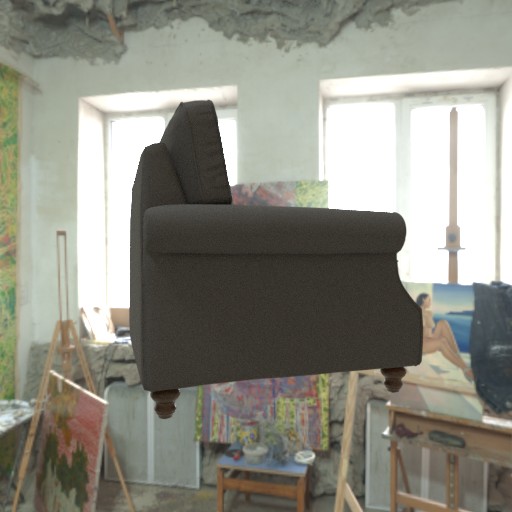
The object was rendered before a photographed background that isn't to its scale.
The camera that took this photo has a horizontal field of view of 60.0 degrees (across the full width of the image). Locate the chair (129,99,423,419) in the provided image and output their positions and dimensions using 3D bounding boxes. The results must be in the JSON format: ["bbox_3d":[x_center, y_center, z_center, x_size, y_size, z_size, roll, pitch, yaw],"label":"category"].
[{"bbox_3d":[0.000,0.000,1.797,0.966,0.967,1.029,0,1,-18],"label":"chair"}]
